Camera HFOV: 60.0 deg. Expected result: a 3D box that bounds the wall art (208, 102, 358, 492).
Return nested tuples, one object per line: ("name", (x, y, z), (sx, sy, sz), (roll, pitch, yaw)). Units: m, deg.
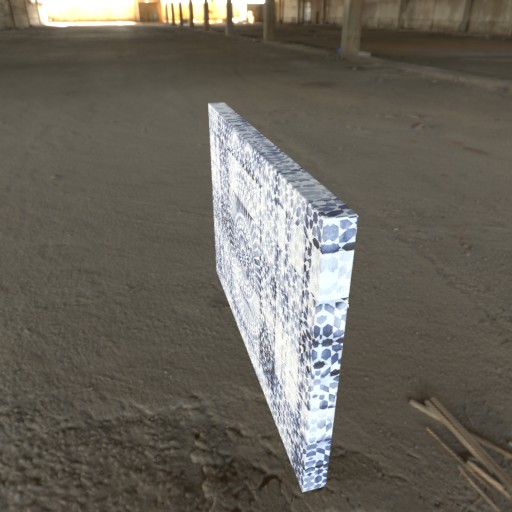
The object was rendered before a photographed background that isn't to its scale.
("wall art", (0.000, 0.000, 1.144), (0.057, 0.608, 0.911), (-8, 30, -14))
